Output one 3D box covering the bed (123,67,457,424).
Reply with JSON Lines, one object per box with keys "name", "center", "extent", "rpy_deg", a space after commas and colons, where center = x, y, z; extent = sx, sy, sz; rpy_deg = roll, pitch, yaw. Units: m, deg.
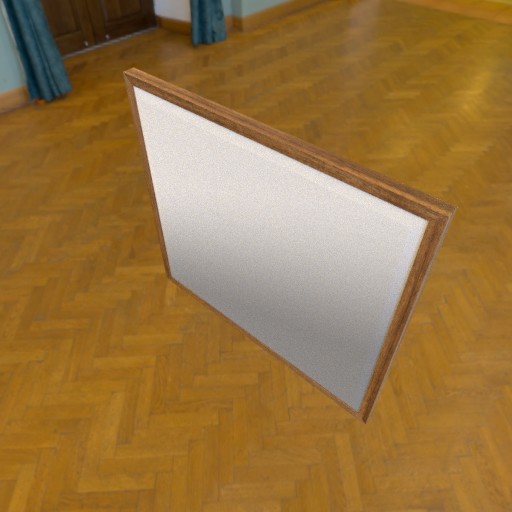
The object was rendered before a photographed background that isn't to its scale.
{"name": "bed", "center": [0.000, 0.000, 1.455], "extent": [1.041, 0.940, 0.043], "rpy_deg": [32, 53, 28]}
